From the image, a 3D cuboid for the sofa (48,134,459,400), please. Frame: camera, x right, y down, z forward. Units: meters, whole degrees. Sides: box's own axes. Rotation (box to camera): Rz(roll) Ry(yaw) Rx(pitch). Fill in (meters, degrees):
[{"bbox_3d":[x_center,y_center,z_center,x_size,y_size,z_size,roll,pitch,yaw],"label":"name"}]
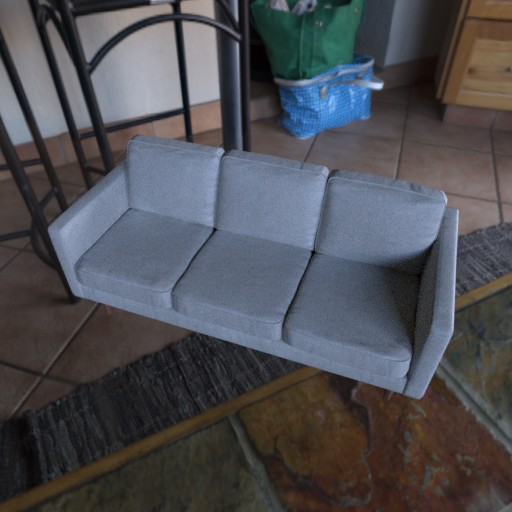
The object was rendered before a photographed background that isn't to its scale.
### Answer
[{"bbox_3d":[0.000,0.000,2.473,1.983,0.918,0.944,14,44,15],"label":"sofa"}]
